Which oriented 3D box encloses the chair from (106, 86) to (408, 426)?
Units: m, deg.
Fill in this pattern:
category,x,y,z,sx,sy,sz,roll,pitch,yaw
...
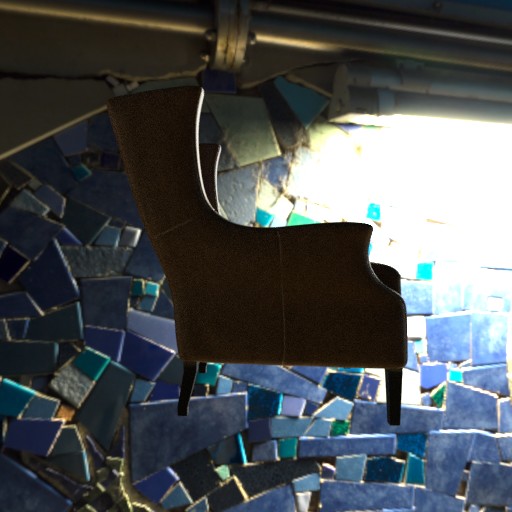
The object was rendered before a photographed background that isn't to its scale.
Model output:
category,x,y,z,sx,sy,sz,roll,pitch,yaw
chair,0.000,0.000,1.681,0.925,1.016,0.852,0,0,0
